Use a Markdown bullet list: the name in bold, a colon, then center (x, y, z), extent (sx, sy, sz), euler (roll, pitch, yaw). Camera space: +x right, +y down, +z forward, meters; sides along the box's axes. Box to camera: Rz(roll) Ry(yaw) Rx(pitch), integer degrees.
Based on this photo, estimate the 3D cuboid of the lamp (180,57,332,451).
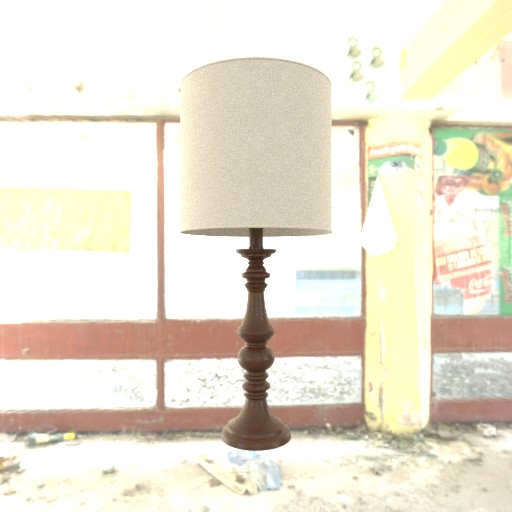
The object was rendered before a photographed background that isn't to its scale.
- **lamp**: center (0.000, 0.000, 0.739), extent (0.250, 0.597, 0.250), euler (0, -1, 18)
